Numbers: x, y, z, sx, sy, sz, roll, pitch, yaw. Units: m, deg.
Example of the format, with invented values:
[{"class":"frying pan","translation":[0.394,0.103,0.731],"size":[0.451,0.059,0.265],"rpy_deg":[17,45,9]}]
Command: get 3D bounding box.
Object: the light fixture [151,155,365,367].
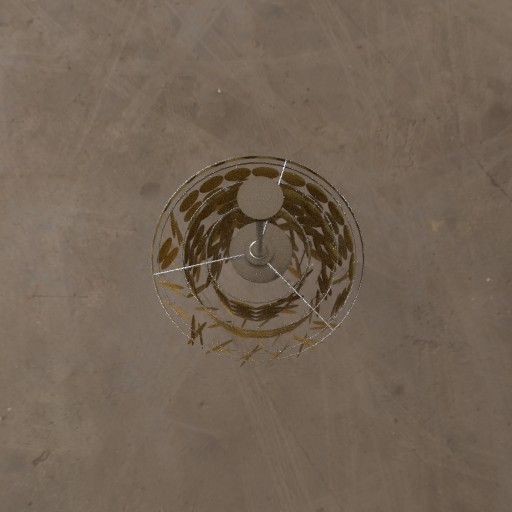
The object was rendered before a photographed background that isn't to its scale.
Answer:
[{"class":"light fixture","translation":[0.000,0.000,0.749],"size":[0.368,0.492,0.368],"rpy_deg":[0,75,0]}]
